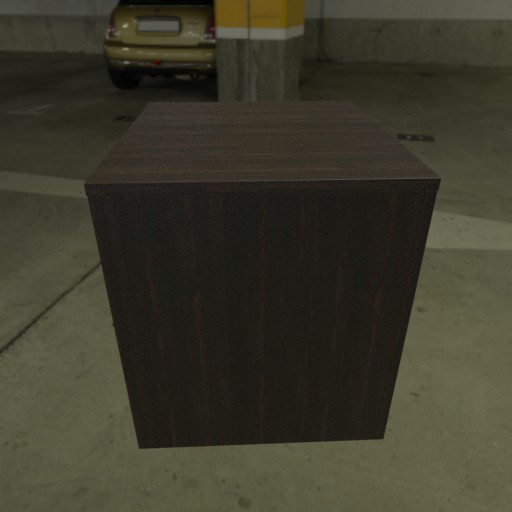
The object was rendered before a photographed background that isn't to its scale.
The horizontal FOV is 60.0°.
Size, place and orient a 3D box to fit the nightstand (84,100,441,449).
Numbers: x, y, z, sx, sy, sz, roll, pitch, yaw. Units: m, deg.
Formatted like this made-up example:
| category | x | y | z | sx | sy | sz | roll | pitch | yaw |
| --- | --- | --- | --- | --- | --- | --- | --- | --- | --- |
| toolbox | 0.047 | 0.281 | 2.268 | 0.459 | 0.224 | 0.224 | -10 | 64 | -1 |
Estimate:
| category | x | y | z | sx | sy | sz | roll | pitch | yaw |
| --- | --- | --- | --- | --- | --- | --- | --- | --- | --- |
| nightstand | 0.000 | 0.000 | 0.809 | 0.400 | 0.460 | 0.461 | -1 | 30 | -2 |
